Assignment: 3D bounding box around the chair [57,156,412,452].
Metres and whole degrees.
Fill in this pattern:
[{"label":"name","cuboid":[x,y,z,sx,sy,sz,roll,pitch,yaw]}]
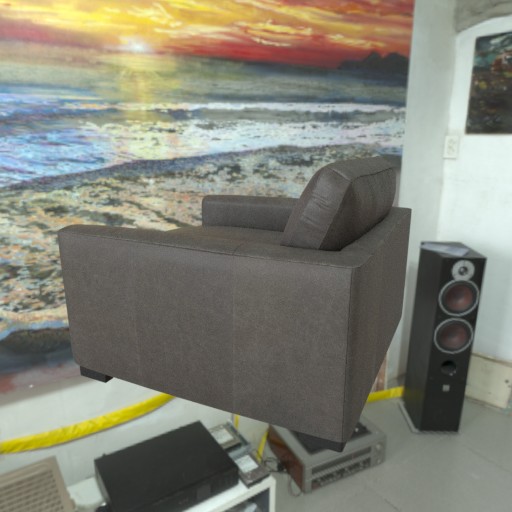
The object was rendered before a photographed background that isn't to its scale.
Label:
[{"label":"chair","cuboid":[0.000,0.000,1.824,1.080,0.807,1.106,7,17,25]}]
